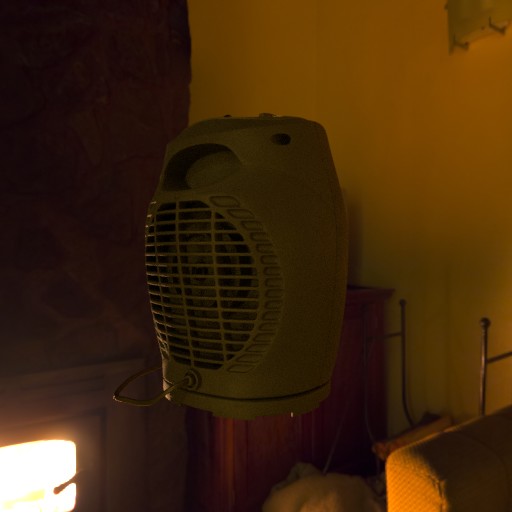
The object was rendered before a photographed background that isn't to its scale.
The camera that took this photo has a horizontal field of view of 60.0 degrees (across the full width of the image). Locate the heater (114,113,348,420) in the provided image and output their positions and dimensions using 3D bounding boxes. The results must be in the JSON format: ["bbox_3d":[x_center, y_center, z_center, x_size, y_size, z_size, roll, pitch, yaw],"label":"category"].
[{"bbox_3d":[0.000,0.000,0.475,0.239,0.255,0.291,0,1,36],"label":"heater"}]
